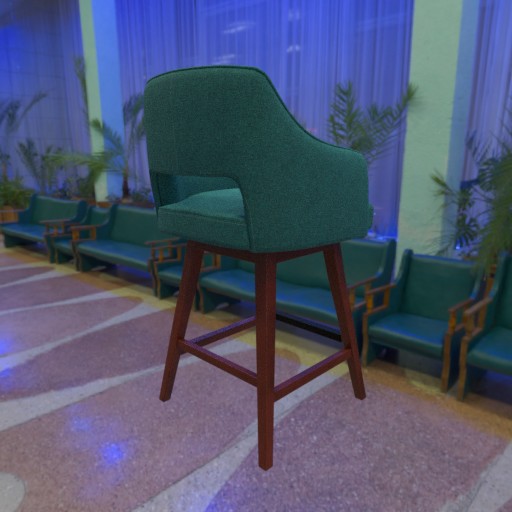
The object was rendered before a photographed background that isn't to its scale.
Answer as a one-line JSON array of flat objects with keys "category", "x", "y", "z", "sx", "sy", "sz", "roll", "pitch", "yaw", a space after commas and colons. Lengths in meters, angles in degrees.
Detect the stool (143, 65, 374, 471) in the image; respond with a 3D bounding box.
[{"category": "stool", "x": 0.000, "y": 0.000, "z": 1.301, "sx": 0.548, "sy": 0.961, "sz": 0.556, "roll": 13, "pitch": 19, "yaw": 43}]
